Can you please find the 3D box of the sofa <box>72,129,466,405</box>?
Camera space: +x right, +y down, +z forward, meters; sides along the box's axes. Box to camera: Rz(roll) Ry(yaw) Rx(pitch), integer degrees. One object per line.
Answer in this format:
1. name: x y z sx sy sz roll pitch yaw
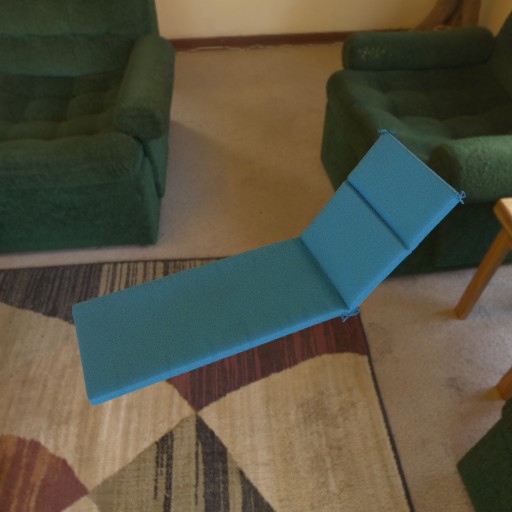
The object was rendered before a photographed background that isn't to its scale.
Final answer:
1. sofa: 0.000 0.000 1.951 1.663 0.622 0.582 -17 49 -15
